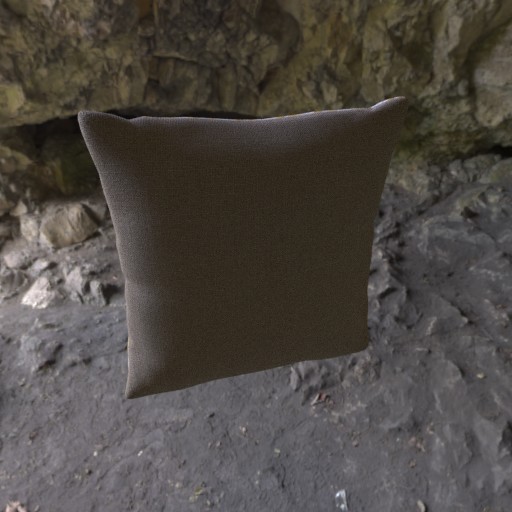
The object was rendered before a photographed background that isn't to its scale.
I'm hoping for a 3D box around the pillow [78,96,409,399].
[{"bbox_3d":[0.000,0.000,0.652,0.429,0.436,0.159,-9,29,-16],"label":"pillow"}]
